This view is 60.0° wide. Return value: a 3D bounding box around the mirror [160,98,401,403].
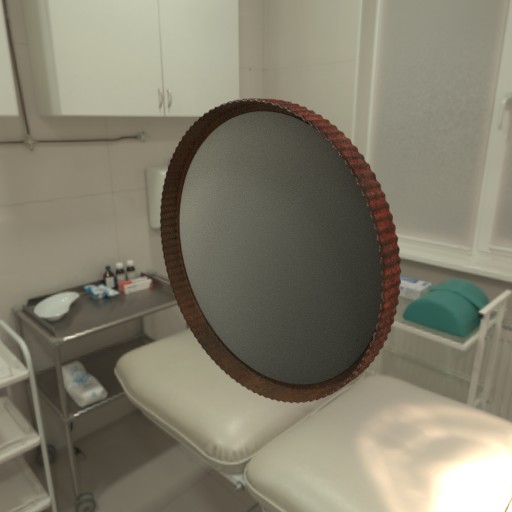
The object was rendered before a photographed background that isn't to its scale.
[{"bbox_3d":[0.000,0.000,0.909,0.609,0.609,0.056,16,24,42],"label":"mirror"}]
